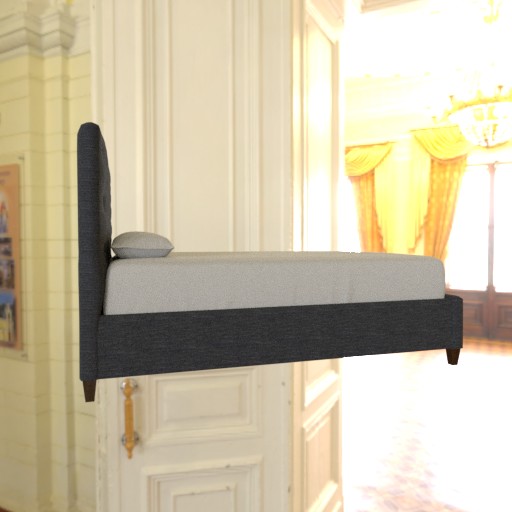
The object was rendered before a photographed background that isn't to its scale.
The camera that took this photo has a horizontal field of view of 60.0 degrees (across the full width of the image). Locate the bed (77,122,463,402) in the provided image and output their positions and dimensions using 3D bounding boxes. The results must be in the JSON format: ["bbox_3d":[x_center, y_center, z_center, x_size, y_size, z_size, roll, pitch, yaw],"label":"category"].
[{"bbox_3d":[0.000,0.000,3.371,2.387,1.427,1.698,-1,2,-17],"label":"bed"}]
